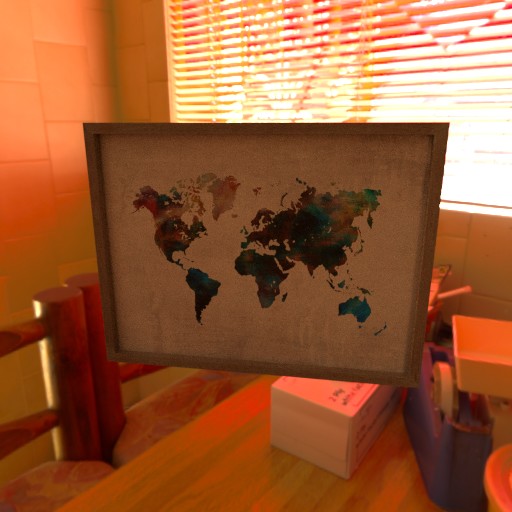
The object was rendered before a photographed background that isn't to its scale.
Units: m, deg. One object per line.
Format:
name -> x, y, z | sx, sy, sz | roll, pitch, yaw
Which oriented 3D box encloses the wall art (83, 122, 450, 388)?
wall art -> 0.000, 0.000, 1.750 | 1.320, 1.009, 0.070 | 3, 16, 9
